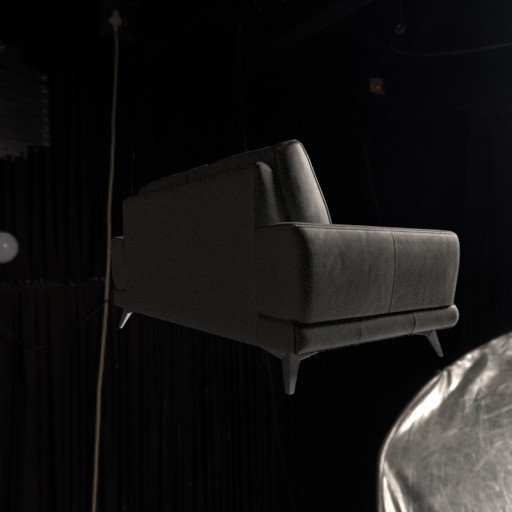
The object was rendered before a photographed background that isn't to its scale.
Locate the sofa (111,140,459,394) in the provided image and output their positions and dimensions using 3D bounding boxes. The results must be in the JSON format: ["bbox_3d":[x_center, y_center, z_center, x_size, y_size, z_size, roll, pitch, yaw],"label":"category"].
[{"bbox_3d":[0.000,0.000,2.403,1.018,0.907,1.806,0,0,-37],"label":"sofa"}]
